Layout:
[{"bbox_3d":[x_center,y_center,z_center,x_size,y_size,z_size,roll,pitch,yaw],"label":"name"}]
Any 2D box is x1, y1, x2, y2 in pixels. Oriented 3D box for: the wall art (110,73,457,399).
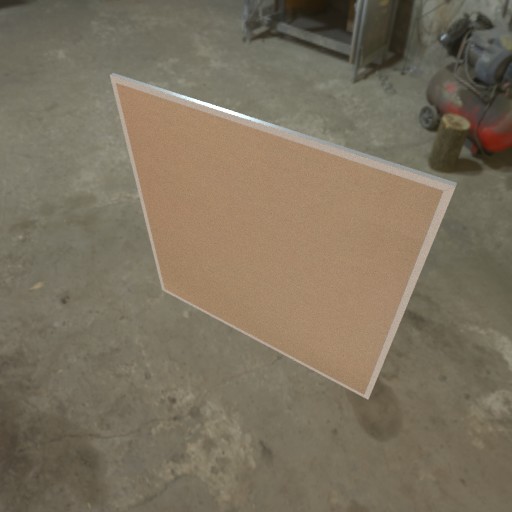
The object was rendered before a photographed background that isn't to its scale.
[{"bbox_3d":[0.000,0.000,1.202,0.809,0.809,0.012,24,51,21],"label":"wall art"}]
